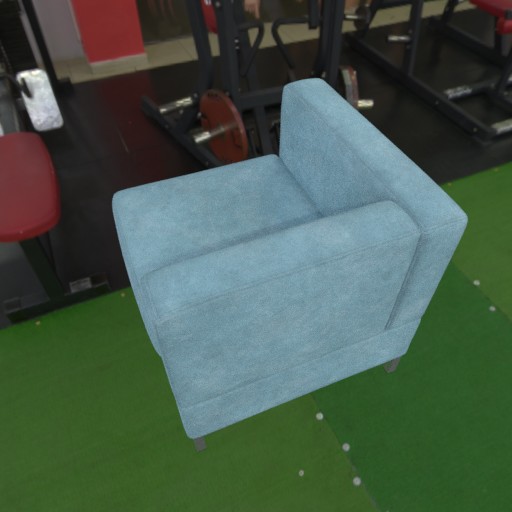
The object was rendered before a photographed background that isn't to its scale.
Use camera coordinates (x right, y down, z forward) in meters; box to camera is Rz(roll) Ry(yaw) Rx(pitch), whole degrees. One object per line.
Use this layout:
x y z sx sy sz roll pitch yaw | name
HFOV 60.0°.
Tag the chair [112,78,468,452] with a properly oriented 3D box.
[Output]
0.000 0.000 1.236 0.684 0.660 0.691 -17 50 -15 | chair
